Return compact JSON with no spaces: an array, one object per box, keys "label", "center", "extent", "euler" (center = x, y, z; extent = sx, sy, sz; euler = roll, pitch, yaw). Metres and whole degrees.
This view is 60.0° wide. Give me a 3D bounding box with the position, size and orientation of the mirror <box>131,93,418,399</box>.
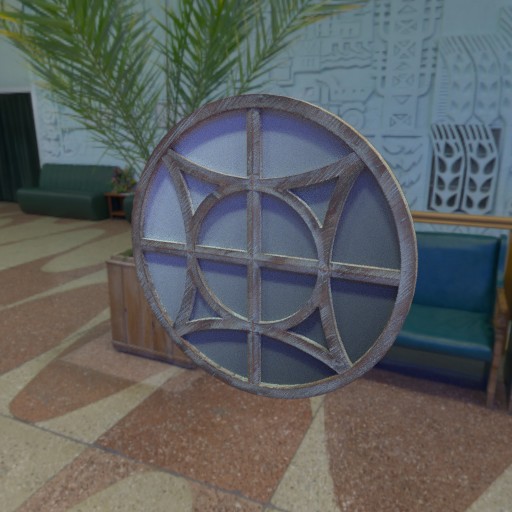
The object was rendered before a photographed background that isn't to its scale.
[{"label":"mirror","center":[0.000,0.000,1.034],"extent":[0.710,0.710,0.038],"euler":[7,17,25]}]
